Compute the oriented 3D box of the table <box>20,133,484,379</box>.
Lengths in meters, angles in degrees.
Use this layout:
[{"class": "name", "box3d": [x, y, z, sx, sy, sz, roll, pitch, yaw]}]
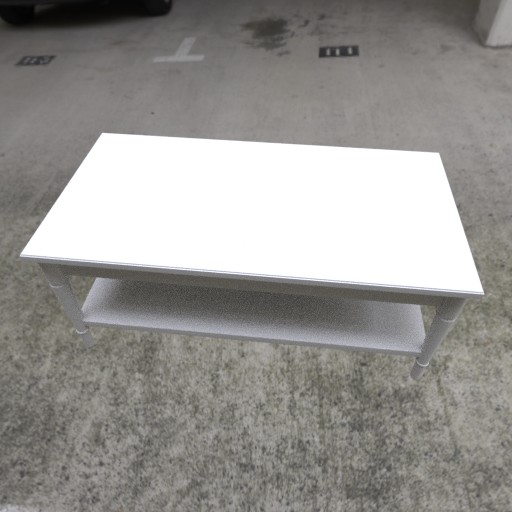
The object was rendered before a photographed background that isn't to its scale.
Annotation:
[{"class": "table", "box3d": [0.000, 0.000, 1.364, 1.067, 0.457, 0.559, 5, 46, 4]}]
